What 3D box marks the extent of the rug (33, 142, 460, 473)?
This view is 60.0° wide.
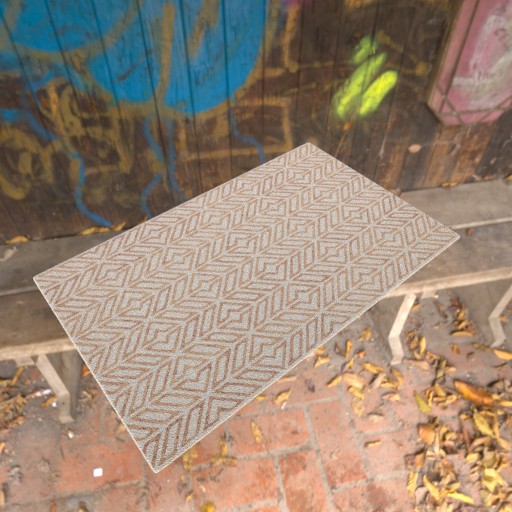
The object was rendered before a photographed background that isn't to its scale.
[{"bbox_3d":[0.000,0.000,2.948,2.438,0.008,1.523,-31,54,-26],"label":"rug"}]
